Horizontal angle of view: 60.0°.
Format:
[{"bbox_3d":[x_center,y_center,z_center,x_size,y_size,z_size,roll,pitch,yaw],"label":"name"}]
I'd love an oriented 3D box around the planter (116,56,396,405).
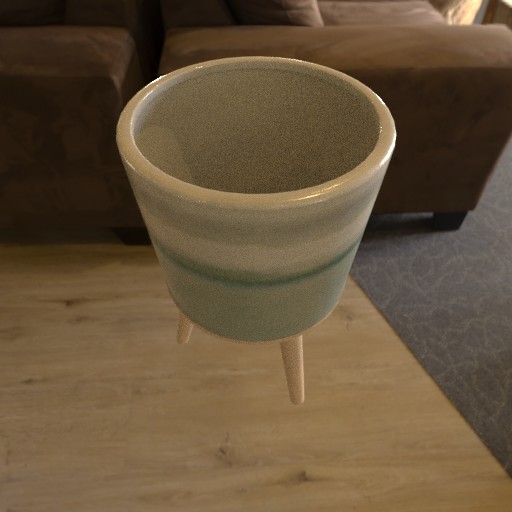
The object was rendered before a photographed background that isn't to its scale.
[{"bbox_3d":[0.000,0.000,0.574,0.265,0.404,0.265,9,48,8],"label":"planter"}]
